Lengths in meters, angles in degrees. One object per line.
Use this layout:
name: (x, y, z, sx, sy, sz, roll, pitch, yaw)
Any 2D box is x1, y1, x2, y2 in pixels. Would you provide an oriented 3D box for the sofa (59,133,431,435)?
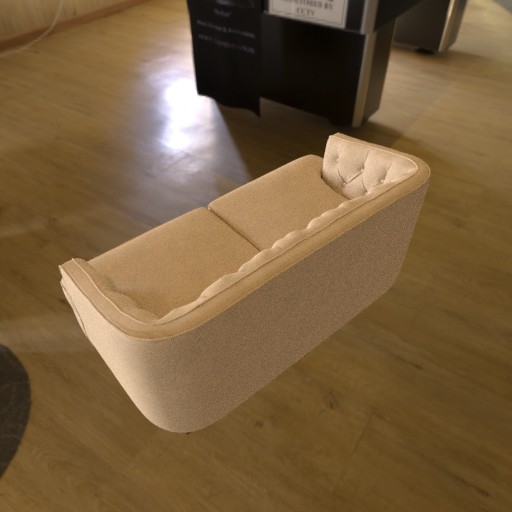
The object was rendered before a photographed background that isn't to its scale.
sofa: (0.000, 0.000, 2.290, 1.731, 0.878, 0.940, -31, 52, -27)
